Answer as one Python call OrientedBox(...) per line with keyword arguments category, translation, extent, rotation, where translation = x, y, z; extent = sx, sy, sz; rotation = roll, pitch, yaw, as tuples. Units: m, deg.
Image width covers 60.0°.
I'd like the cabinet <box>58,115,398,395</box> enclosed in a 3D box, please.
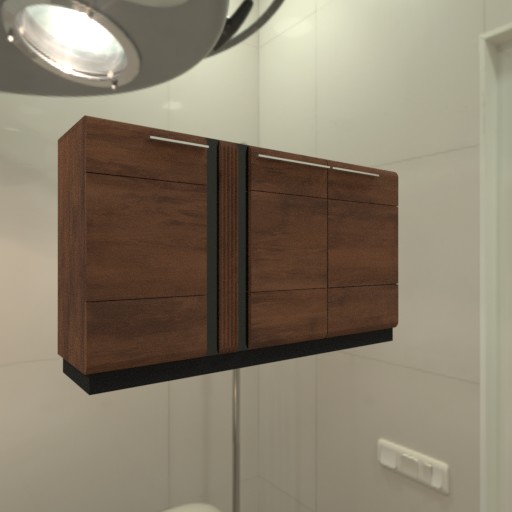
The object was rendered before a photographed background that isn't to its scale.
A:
OrientedBox(category="cabinet", translation=(0.000, 0.000, 2.023), extent=(1.600, 0.900, 0.420), rotation=(0, 0, -36))
